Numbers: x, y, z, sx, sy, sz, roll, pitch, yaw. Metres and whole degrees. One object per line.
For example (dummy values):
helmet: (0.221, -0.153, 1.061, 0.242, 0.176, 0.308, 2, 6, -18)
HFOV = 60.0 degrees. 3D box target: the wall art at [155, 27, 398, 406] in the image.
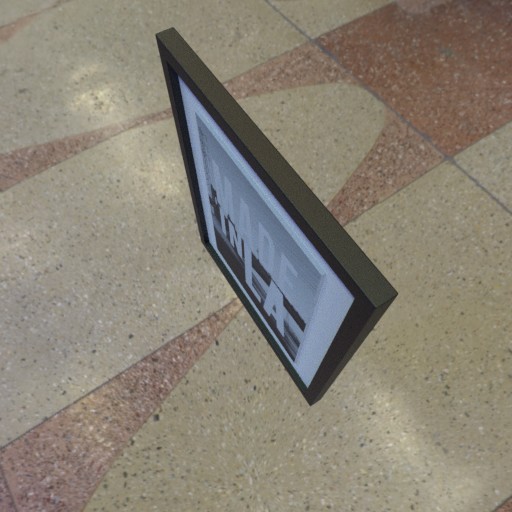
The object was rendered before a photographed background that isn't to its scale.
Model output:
wall art: (0.000, 0.000, 0.747, 0.028, 0.559, 0.457, -29, 66, -14)
